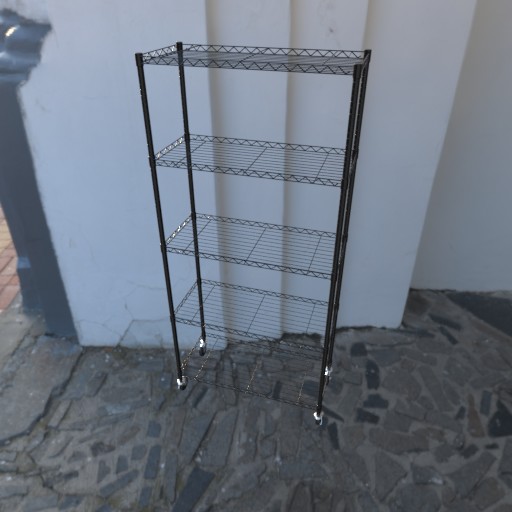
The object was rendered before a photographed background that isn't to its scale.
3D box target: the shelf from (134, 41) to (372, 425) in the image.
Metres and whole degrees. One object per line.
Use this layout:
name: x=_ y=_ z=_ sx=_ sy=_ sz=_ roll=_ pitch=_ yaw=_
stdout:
shelf: x=0.000 y=0.000 z=1.944 sx=0.762 sy=1.645 sz=0.356 roll=9 pitch=33 yaw=14
